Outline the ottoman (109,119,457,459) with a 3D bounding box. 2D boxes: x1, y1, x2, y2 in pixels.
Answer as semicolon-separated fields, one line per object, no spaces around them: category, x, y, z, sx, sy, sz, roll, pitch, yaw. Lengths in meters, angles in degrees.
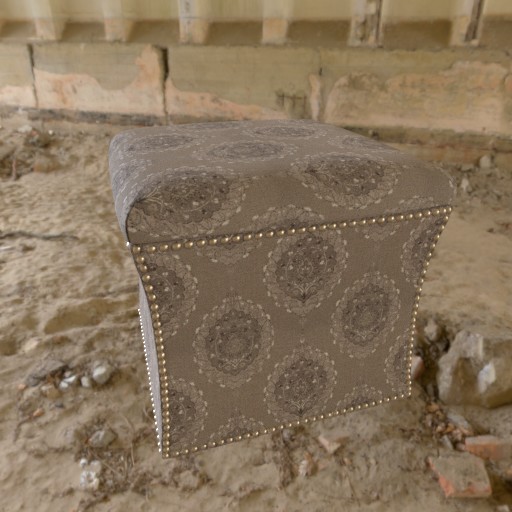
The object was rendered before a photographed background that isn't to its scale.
ottoman;0.000;0.000;0.882;0.507;0.473;0.497;-8;27;-16
